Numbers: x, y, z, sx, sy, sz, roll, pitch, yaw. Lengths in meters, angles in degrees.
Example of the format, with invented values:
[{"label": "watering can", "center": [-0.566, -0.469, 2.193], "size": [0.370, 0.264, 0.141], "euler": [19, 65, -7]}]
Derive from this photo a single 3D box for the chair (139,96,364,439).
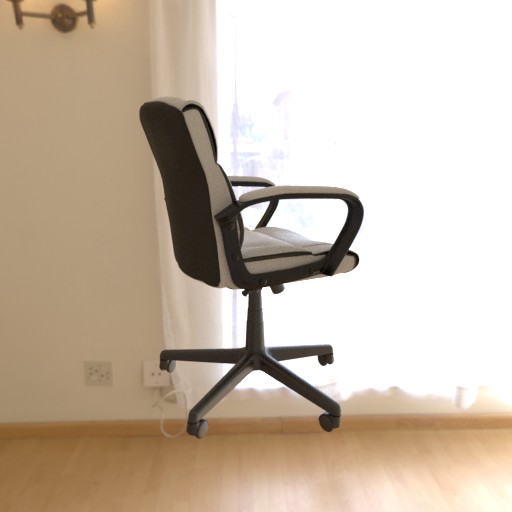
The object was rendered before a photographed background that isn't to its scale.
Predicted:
[{"label": "chair", "center": [0.000, 0.000, 1.533], "size": [0.717, 1.004, 0.739], "euler": [-7, 15, -26]}]
